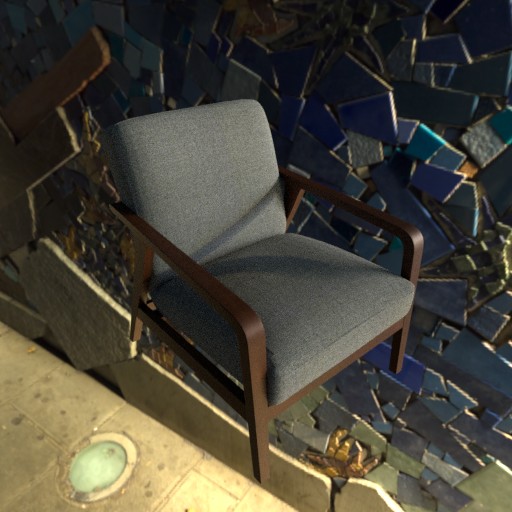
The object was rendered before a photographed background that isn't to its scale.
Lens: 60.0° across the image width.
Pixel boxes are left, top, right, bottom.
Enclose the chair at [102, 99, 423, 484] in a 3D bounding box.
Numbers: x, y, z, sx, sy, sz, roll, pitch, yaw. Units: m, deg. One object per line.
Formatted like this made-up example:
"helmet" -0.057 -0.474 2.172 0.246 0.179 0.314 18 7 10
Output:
"chair" 0.000 0.000 1.468 0.704 0.847 0.858 -23 38 -34
